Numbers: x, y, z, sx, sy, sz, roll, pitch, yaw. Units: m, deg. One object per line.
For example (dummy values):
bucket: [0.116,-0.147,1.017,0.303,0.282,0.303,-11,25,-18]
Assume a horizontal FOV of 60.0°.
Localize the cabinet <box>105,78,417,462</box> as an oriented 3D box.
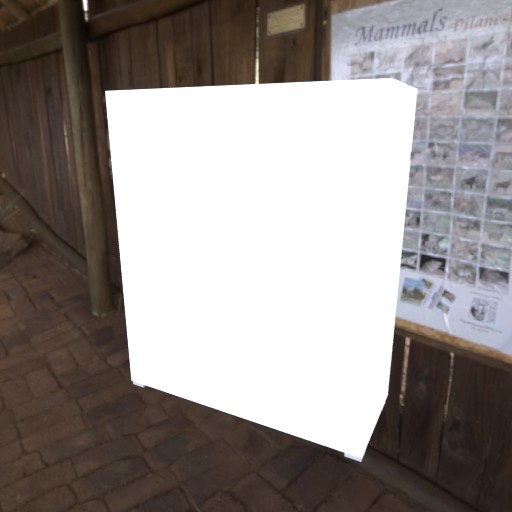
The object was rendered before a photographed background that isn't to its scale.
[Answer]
cabinet: [0.000,0.000,1.693,1.000,1.190,0.400,9,19,26]
